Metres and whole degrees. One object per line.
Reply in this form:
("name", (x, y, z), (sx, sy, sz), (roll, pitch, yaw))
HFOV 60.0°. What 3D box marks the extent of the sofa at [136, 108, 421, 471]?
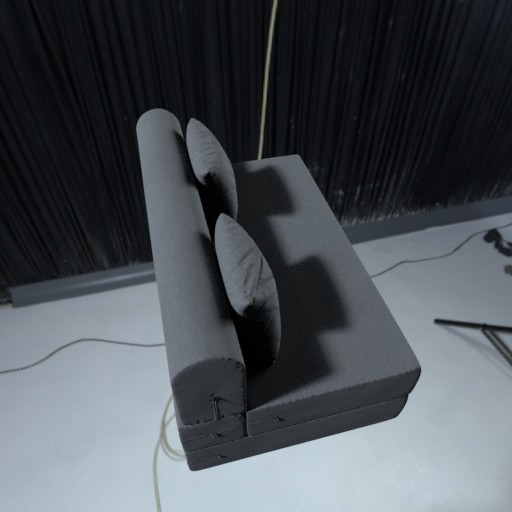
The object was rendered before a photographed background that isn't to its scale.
("sofa", (0.000, 0.000, 1.703), (0.762, 0.670, 1.225), (-10, 47, -10))
